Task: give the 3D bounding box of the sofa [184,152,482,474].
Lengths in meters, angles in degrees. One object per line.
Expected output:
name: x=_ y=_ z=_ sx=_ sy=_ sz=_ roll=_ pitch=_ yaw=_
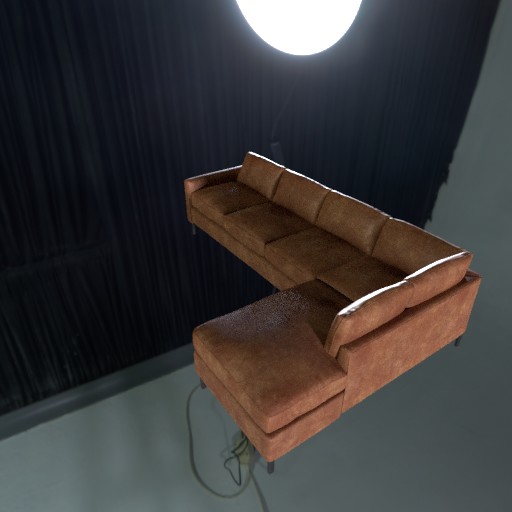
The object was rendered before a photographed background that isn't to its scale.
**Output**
sofa: x=0.000 y=0.000 z=3.821 sx=1.938 sy=0.877 sz=2.984 roll=-20 pitch=36 yaw=-29
